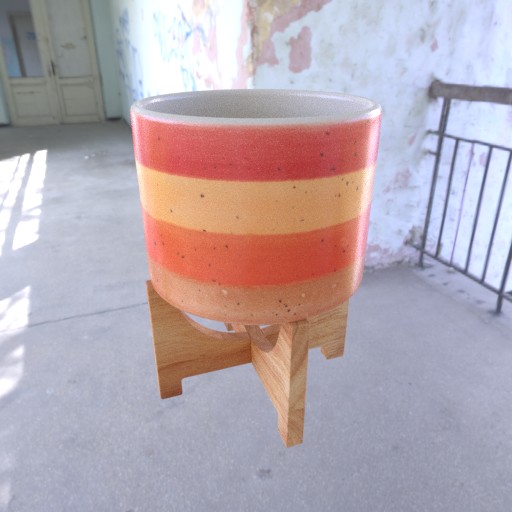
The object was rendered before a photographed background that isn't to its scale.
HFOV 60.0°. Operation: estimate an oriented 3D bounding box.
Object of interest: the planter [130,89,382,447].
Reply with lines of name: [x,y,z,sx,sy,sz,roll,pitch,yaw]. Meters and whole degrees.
planter: [0.000,0.000,0.402,0.199,0.268,0.199,0,26,0]
